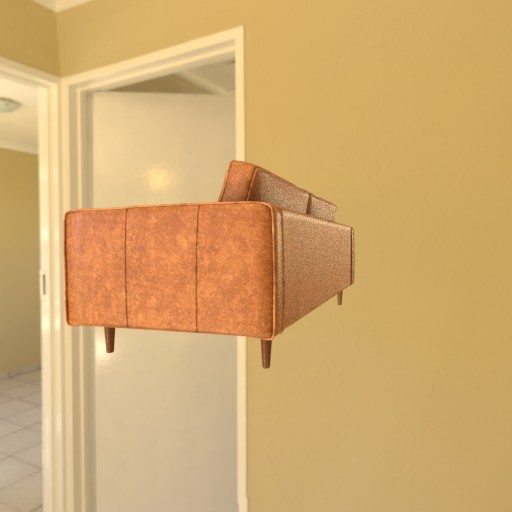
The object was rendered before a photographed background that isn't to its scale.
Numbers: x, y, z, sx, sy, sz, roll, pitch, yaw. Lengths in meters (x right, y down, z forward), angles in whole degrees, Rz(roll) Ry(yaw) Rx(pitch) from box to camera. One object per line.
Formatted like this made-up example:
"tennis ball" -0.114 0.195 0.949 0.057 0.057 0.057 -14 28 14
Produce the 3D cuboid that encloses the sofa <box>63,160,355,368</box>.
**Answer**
"sofa" 0.000 0.000 2.605 0.886 0.779 2.199 1 2 19
